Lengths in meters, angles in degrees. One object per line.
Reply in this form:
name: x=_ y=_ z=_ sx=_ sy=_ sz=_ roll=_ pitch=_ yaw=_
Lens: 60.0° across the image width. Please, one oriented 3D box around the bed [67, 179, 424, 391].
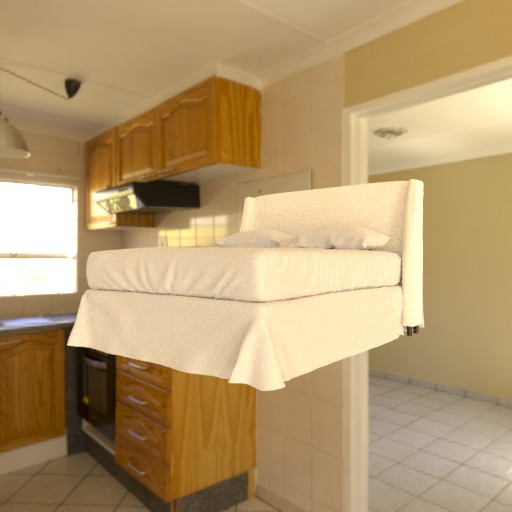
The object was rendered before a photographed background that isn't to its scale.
bed: x=0.000 y=0.000 z=3.534 sx=1.925 sy=1.332 sz=2.276 roll=0 pitch=0 yaw=39
